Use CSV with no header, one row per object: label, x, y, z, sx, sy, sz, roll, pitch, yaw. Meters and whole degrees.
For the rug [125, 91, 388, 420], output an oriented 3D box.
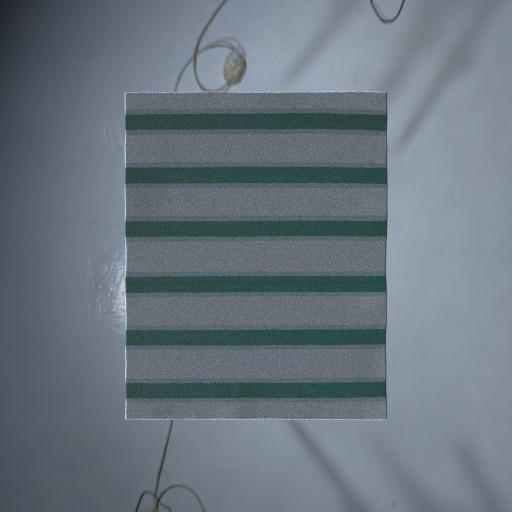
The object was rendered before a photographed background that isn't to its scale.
rug,0.000,0.000,4.108,2.434,0.019,3.041,0,90,0
